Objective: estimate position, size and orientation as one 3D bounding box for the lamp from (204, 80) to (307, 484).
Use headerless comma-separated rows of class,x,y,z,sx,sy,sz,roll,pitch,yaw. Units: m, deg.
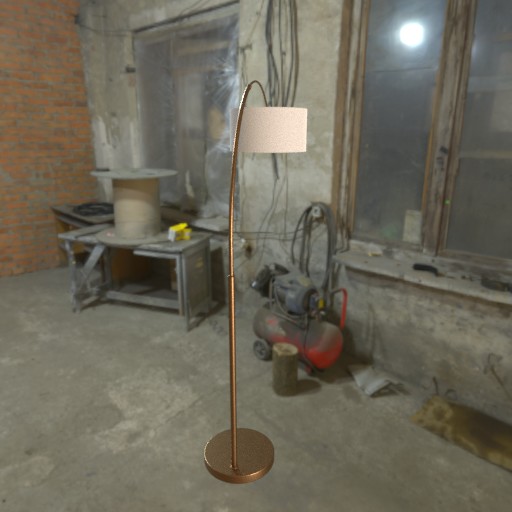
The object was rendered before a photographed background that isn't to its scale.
lamp,0.000,0.000,2.597,0.493,1.927,1.434,3,16,9
